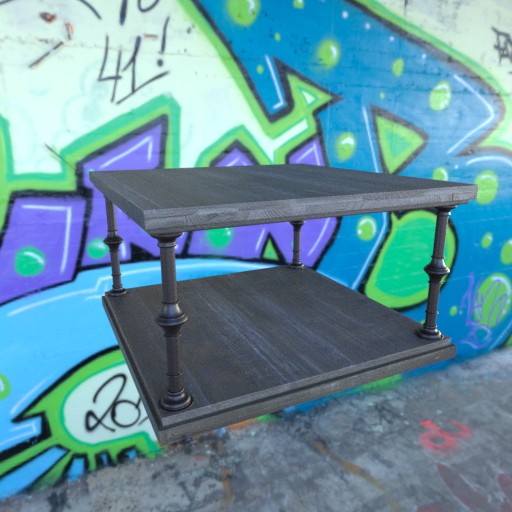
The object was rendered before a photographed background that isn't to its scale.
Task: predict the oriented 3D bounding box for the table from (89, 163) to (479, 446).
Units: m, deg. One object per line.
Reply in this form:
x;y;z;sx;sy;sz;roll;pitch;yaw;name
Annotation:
0.000;0.000;1.135;0.696;0.400;0.696;-8;17;-25;table
